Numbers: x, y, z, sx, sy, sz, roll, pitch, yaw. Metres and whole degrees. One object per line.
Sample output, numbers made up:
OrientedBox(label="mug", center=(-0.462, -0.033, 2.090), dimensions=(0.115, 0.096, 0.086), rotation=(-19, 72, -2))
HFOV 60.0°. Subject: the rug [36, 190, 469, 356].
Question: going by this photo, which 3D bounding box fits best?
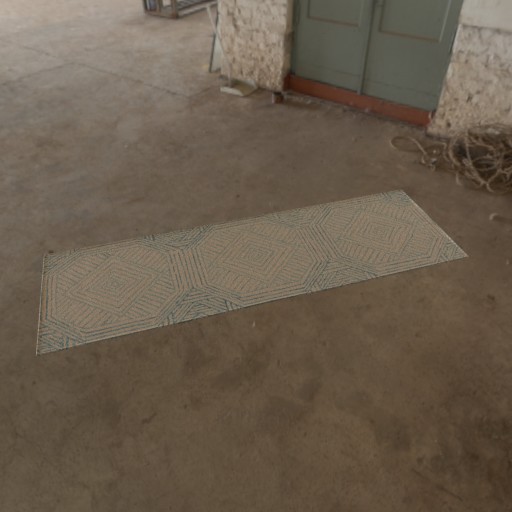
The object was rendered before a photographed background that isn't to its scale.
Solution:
OrientedBox(label="rug", center=(0.000, 0.000, 2.682), dimensions=(2.452, 0.012, 0.775), rotation=(-11, 43, -13))
